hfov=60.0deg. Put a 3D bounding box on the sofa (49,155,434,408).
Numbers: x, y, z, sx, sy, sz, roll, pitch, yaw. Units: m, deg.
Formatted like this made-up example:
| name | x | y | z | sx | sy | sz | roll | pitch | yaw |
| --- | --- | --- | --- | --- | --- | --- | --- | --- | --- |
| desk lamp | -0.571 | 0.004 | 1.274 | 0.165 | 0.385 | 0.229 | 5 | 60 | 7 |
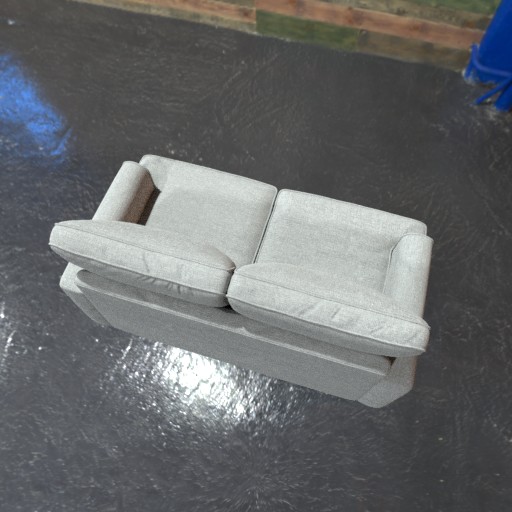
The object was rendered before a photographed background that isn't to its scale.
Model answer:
| name | x | y | z | sx | sy | sz | roll | pitch | yaw |
| --- | --- | --- | --- | --- | --- | --- | --- | --- | --- |
| sofa | 0.000 | 0.000 | 2.223 | 1.651 | 0.965 | 0.965 | 15 | 64 | 7 |
